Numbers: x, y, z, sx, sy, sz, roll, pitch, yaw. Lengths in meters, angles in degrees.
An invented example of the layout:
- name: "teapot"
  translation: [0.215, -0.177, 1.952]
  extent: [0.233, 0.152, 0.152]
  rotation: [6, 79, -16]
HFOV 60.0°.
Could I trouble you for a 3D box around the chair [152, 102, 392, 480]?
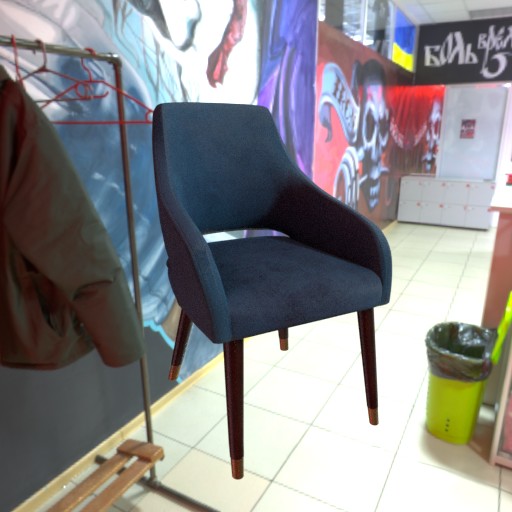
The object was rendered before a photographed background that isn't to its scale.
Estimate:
- name: "chair"
  translation: [0.000, 0.000, 1.595]
  extent: [0.683, 1.081, 0.794]
  rotation: [-8, 18, -27]
